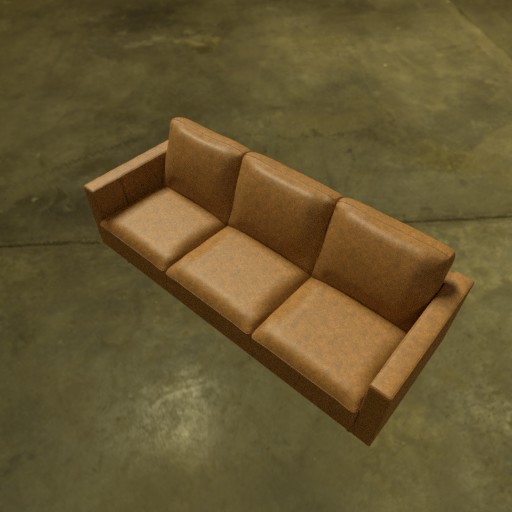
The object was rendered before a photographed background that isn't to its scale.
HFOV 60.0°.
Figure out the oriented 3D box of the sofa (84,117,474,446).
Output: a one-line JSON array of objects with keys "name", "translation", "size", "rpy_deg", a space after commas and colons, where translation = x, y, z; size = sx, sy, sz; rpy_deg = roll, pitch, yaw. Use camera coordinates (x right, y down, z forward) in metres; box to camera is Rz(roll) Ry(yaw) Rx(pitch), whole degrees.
[{"name": "sofa", "translation": [0.000, 0.000, 2.724], "size": [2.231, 0.930, 0.903], "rpy_deg": [32, 54, 27]}]
